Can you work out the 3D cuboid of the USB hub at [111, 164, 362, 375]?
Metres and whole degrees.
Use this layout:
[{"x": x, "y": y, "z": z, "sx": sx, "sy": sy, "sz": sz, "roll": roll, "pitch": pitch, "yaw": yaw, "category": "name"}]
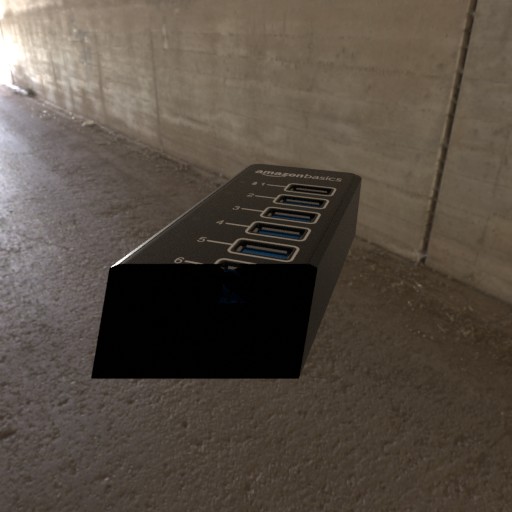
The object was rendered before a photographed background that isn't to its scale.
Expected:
[{"x": 0.000, "y": 0.000, "z": 0.128, "sx": 0.044, "sy": 0.023, "sz": 0.110, "roll": 9, "pitch": 29, "yaw": 18, "category": "USB hub"}]
